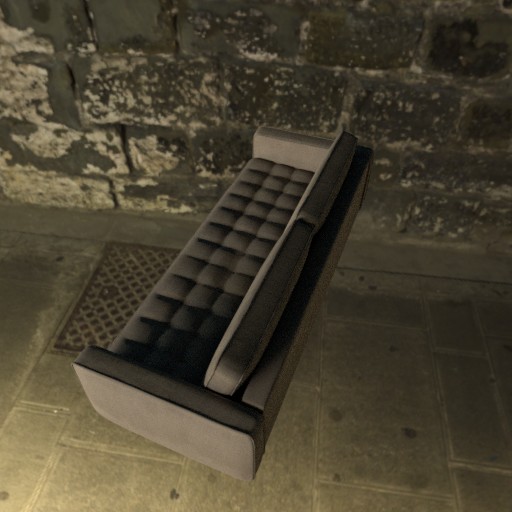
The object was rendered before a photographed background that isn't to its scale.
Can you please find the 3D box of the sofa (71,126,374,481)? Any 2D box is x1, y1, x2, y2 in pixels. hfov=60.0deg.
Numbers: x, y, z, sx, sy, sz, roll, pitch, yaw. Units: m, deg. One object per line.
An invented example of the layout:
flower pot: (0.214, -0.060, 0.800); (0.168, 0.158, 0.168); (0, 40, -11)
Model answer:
sofa: (0.000, 0.000, 2.715); (0.923, 0.813, 2.295); (17, 49, 15)
